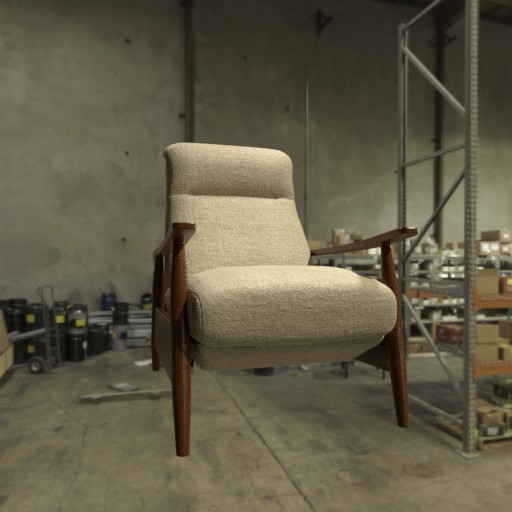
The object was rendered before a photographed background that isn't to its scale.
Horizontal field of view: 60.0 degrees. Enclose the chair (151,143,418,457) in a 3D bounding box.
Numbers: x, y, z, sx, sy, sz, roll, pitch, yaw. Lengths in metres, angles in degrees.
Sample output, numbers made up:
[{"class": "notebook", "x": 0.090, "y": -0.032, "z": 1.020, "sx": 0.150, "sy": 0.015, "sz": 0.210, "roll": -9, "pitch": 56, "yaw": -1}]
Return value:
[{"class": "chair", "x": 0.000, "y": 0.000, "z": 1.755, "sx": 0.762, "sy": 1.082, "sz": 1.014, "roll": 0, "pitch": 0, "yaw": -17}]
